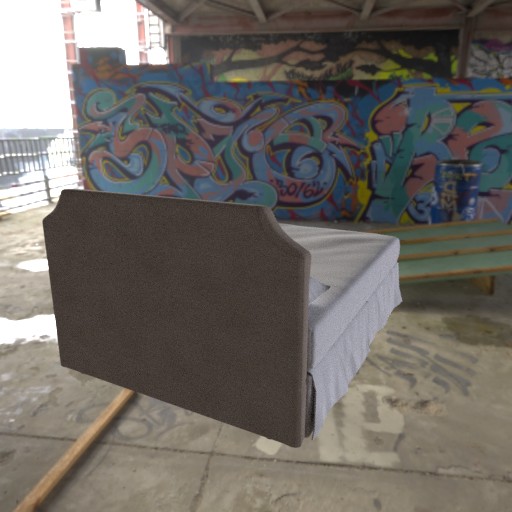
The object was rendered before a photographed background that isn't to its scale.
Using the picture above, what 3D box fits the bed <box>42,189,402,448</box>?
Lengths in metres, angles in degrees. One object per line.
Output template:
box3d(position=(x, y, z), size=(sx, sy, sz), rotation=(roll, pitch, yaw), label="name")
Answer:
box3d(position=(0.000, 0.000, 3.598), size=(1.977, 1.293, 2.498), rotation=(8, 18, 27), label="bed")
